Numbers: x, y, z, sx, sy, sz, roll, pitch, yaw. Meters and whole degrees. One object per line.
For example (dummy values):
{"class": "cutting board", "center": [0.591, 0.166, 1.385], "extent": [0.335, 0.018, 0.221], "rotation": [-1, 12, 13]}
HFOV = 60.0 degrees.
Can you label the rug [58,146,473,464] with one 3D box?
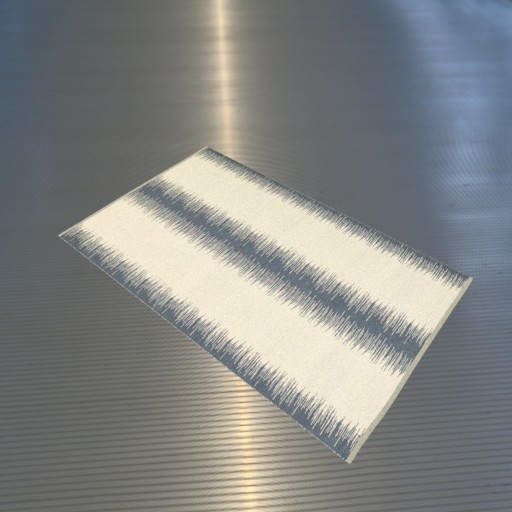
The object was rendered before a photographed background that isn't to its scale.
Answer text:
{"class": "rug", "center": [0.000, 0.000, 3.042], "extent": [2.453, 0.003, 1.519], "rotation": [31, 54, 26]}
